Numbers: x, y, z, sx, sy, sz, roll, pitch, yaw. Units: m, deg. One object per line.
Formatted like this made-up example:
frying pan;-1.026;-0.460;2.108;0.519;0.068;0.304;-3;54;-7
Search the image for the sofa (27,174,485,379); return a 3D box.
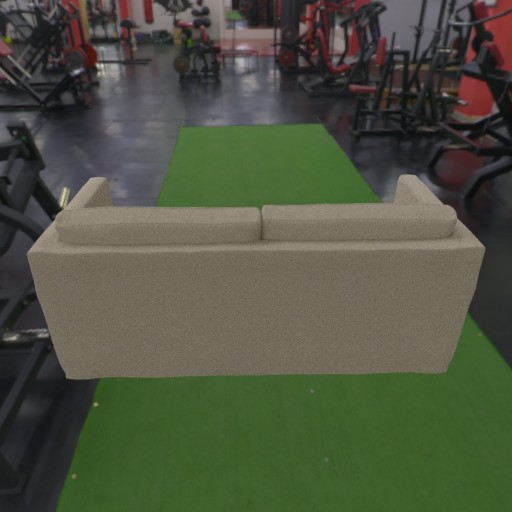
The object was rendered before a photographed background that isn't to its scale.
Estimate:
sofa;0.000;0.000;2.415;1.987;0.847;0.956;-1;30;-1
